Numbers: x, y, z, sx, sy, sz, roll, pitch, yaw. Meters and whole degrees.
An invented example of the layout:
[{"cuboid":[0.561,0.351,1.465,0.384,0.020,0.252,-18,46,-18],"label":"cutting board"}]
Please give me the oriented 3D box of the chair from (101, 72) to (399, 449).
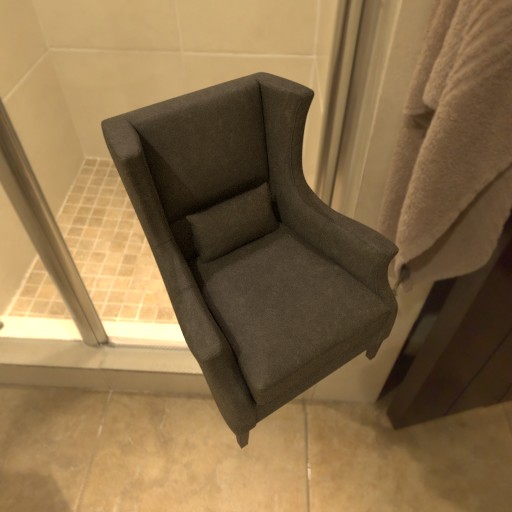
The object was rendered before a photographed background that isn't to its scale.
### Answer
[{"cuboid":[0.000,0.000,1.736,0.853,1.016,0.926,-26,53,-22],"label":"chair"}]
